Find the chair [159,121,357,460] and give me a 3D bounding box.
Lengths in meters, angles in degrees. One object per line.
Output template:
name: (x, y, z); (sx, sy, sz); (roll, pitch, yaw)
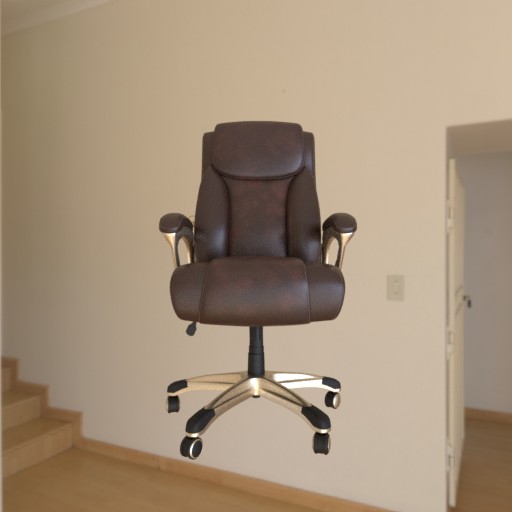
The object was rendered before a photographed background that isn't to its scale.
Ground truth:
chair: (0.000, 0.000, 1.650); (0.692, 1.194, 0.749); (0, 0, 0)
